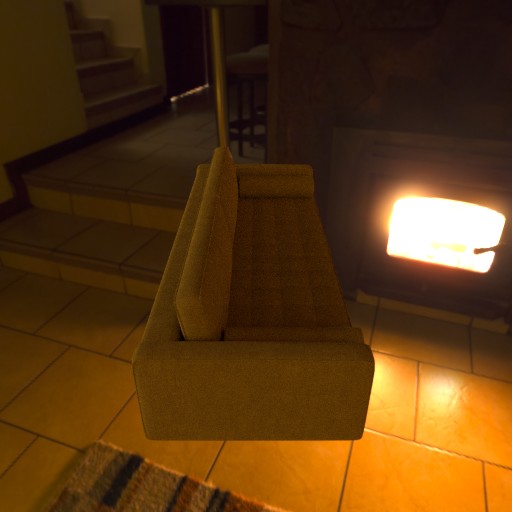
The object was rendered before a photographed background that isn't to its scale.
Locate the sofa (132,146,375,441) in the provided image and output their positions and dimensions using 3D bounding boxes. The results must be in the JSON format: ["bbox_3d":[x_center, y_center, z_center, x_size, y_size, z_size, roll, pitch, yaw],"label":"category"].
[{"bbox_3d":[0.000,0.000,2.626,0.919,0.770,2.200,0,30,0],"label":"sofa"}]
